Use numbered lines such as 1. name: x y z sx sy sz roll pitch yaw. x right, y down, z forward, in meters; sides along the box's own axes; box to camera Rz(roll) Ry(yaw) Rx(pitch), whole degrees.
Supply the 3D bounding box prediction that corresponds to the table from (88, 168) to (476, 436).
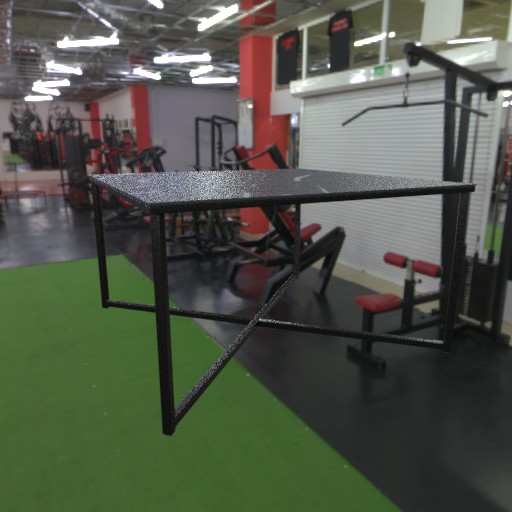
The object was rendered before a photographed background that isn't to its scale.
1. table: 0.000 0.000 1.305 0.800 0.450 0.800 -7 16 -26
